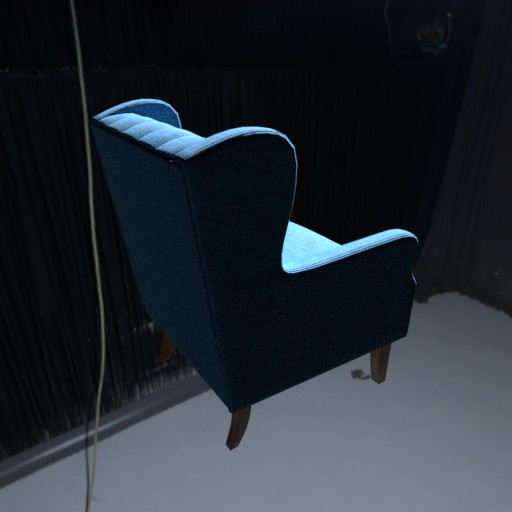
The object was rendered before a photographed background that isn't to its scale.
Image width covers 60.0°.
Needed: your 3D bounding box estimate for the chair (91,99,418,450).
[{"bbox_3d":[0.000,0.000,1.462,0.775,0.952,0.711,-17,31,-30],"label":"chair"}]
